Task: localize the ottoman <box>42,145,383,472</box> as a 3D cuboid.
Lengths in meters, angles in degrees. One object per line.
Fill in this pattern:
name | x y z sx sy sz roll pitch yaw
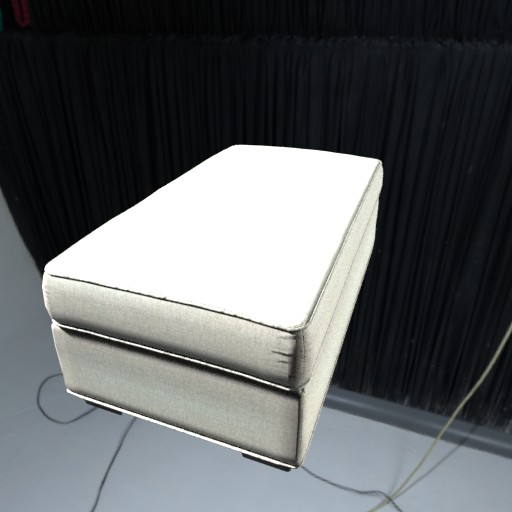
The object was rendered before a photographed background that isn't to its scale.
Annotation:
ottoman | 0.000 0.000 1.378 0.617 0.448 1.097 11 31 18
